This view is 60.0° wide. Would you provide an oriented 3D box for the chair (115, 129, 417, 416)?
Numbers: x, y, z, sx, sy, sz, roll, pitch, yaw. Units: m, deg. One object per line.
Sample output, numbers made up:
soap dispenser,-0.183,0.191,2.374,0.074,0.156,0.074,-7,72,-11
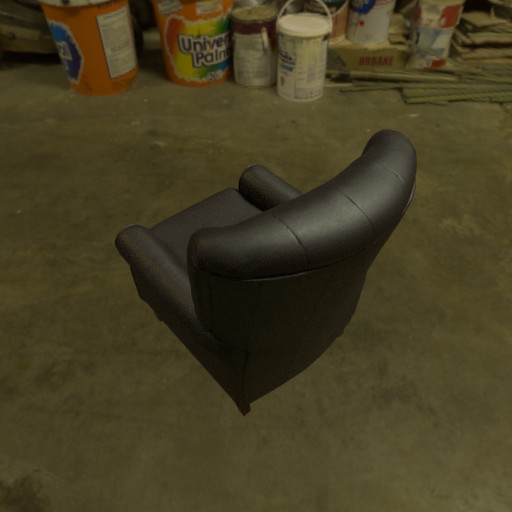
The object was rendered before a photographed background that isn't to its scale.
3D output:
chair,0.000,0.000,1.905,0.948,1.158,1.058,-32,53,-27
